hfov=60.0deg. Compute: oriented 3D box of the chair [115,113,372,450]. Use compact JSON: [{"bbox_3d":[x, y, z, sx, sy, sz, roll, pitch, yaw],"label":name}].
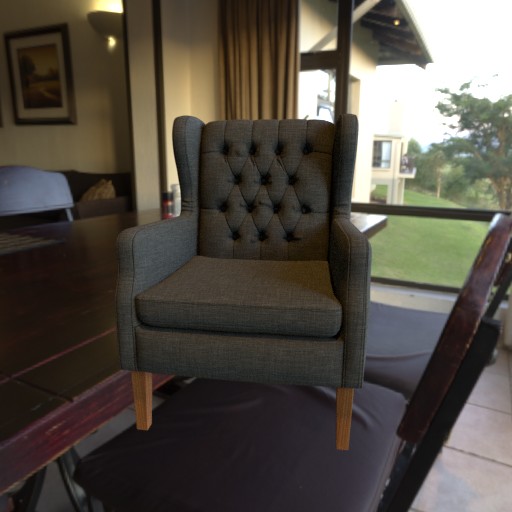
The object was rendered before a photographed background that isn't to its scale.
[{"bbox_3d":[0.000,0.000,1.515,0.711,0.953,0.775,2,14,9],"label":"chair"}]
